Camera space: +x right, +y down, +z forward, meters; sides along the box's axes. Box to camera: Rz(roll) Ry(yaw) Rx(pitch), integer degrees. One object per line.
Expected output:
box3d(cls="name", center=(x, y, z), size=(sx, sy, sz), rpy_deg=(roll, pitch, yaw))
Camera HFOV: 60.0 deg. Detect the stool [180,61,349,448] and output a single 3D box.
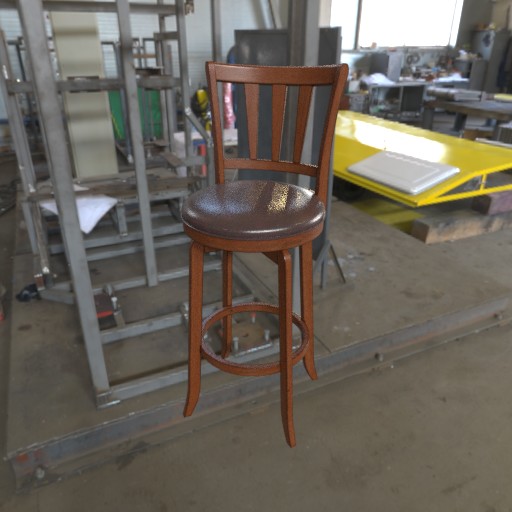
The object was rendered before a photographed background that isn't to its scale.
box3d(cls="stool", center=(0.000, 0.000, 1.481), size=(0.464, 1.177, 0.503), rpy_deg=(9, 27, 17))
